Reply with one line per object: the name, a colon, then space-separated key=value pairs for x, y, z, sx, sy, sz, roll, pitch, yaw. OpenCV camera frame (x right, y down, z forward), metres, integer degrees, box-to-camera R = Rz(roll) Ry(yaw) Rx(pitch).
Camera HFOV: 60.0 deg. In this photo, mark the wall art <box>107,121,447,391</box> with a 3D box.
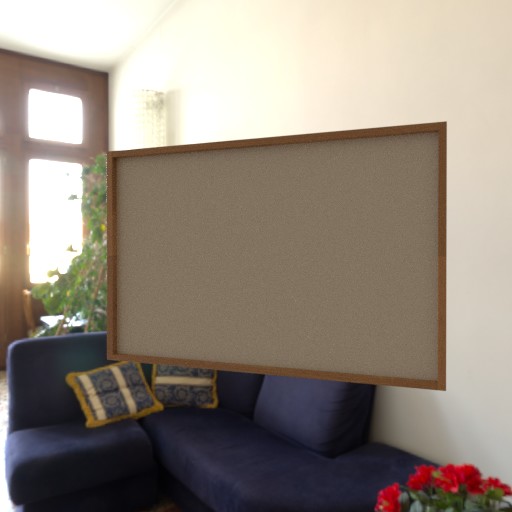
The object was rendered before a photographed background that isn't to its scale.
wall art: x=0.000 y=0.000 z=1.156 sx=0.914 sy=0.607 sz=0.023 roll=0 pitch=0 yaw=19
